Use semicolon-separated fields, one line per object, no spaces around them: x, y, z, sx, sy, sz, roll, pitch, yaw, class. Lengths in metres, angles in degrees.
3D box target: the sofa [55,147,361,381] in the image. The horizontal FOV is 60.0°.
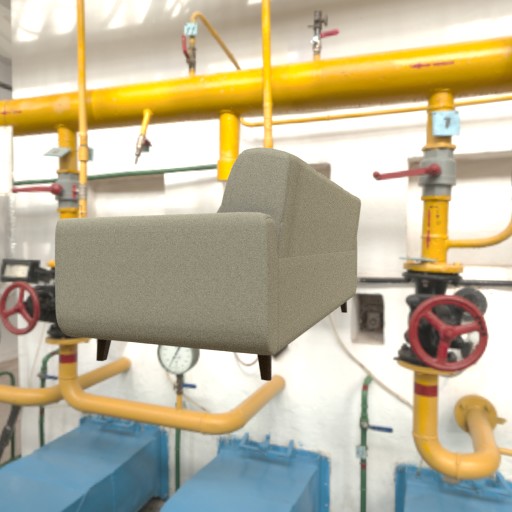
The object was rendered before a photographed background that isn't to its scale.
0.000;0.000;2.632;0.980;0.892;2.137;1;2;21;sofa
